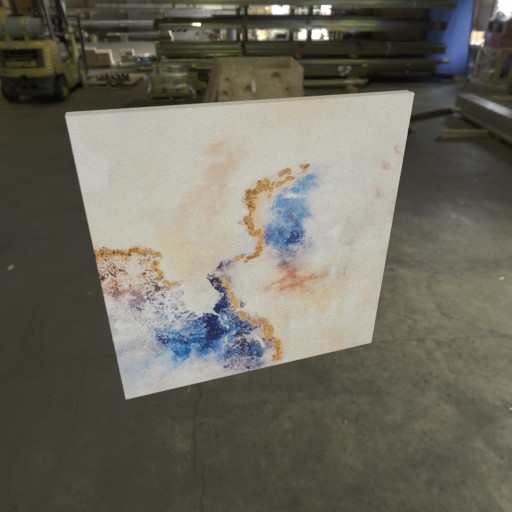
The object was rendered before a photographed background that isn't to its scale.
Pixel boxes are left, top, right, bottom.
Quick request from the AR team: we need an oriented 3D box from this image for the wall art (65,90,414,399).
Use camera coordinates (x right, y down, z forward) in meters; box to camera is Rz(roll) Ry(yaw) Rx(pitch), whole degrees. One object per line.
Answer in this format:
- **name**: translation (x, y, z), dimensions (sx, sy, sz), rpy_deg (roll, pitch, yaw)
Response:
- **wall art**: translation (0.000, 0.000, 1.324), dimensions (0.889, 0.889, 0.038), rpy_deg (-9, 32, -15)
